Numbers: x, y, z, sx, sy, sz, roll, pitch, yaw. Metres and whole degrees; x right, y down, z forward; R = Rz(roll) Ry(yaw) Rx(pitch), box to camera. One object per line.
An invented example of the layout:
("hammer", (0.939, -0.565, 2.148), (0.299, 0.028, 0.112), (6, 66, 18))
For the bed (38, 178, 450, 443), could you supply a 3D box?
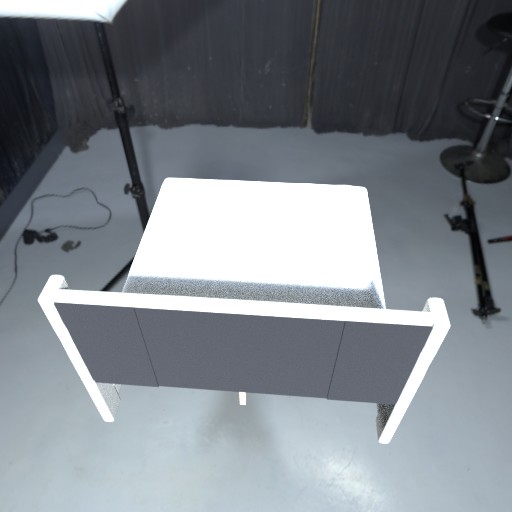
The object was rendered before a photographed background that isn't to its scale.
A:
("bed", (0.000, 0.000, 3.586), (2.140, 1.470, 2.280), (3, 45, 3))
